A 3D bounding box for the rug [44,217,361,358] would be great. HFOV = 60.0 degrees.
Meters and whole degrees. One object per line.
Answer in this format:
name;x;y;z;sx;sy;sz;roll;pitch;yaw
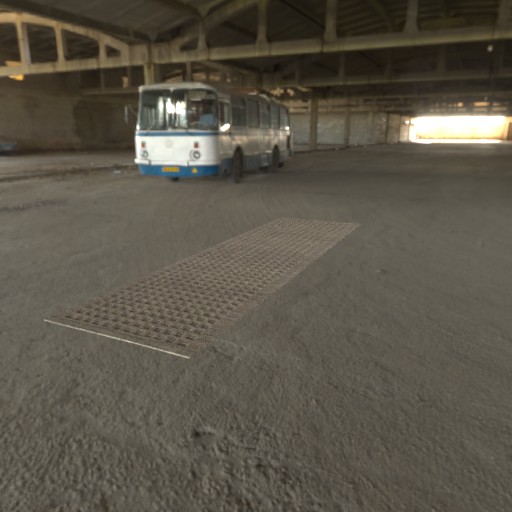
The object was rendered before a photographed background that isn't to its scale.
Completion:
rug;0.000;0.000;2.688;0.706;0.009;2.443;8;17;25
